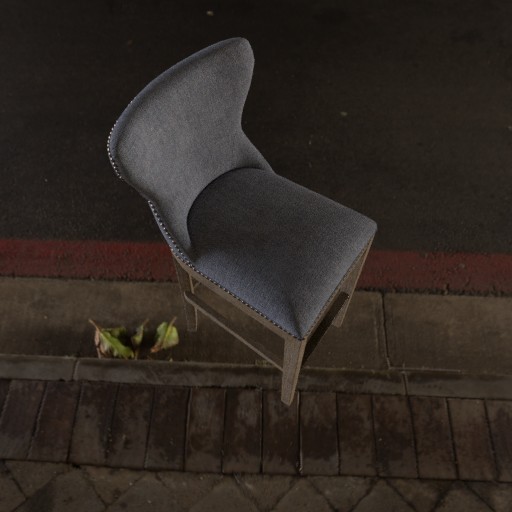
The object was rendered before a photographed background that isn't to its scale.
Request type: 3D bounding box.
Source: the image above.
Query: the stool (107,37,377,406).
[{"bbox_3d":[0.000,0.000,1.431,0.606,1.123,0.494,31,63,17],"label":"stool"}]
